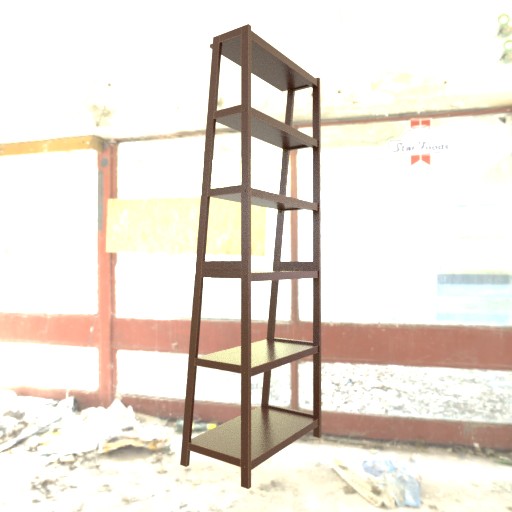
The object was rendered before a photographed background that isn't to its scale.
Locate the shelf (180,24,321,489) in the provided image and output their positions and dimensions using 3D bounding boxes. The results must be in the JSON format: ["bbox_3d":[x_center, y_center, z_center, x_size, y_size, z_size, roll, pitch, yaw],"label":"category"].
[{"bbox_3d":[0.000,0.000,2.179,0.381,1.892,0.660,-1,-1,35],"label":"shelf"}]
